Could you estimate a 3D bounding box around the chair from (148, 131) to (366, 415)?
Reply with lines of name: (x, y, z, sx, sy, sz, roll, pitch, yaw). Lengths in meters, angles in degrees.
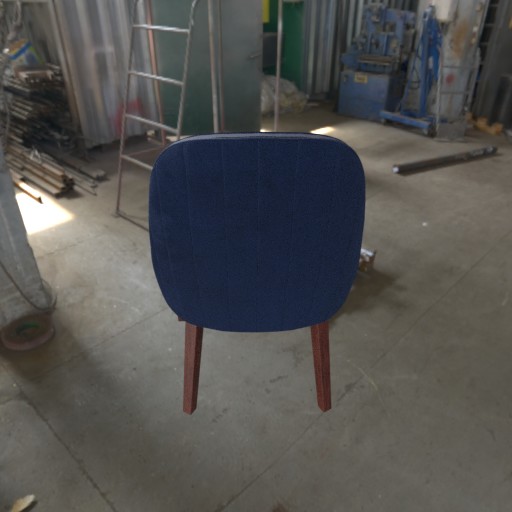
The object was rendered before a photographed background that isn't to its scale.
chair: (0.000, 0.000, 1.323, 0.643, 0.889, 0.575, -1, 31, -1)
